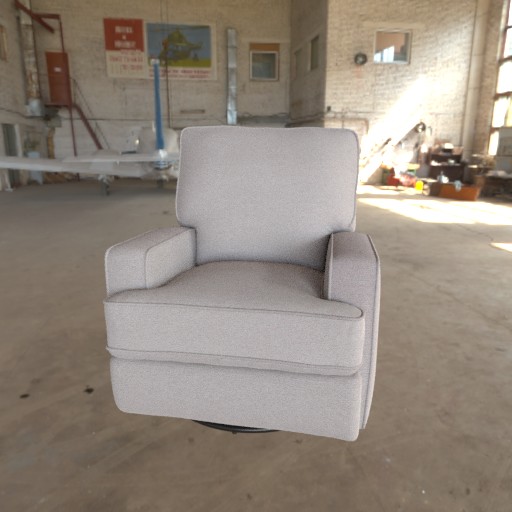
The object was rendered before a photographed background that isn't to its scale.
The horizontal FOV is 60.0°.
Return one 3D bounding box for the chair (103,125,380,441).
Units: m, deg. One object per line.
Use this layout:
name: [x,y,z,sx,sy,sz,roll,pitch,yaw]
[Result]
chair: [0.000,0.000,1.660,0.861,0.964,0.969,2,14,10]
